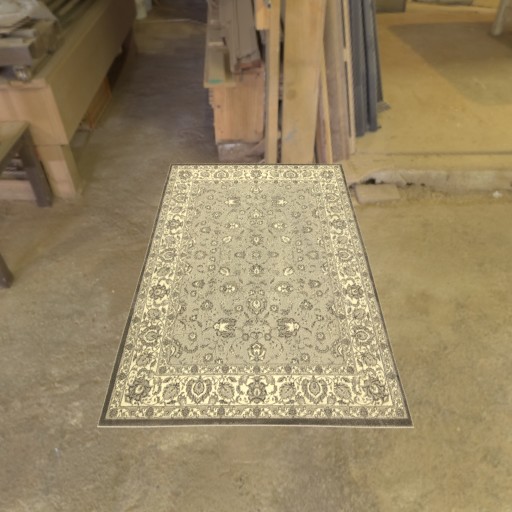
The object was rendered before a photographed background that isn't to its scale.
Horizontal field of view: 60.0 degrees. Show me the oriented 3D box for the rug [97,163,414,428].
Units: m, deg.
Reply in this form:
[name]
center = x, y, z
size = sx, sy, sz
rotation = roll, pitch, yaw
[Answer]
[rug]
center = 0.000, 0.000, 3.019
size = 1.524, 0.011, 2.438
rotation = 0, 42, 0
